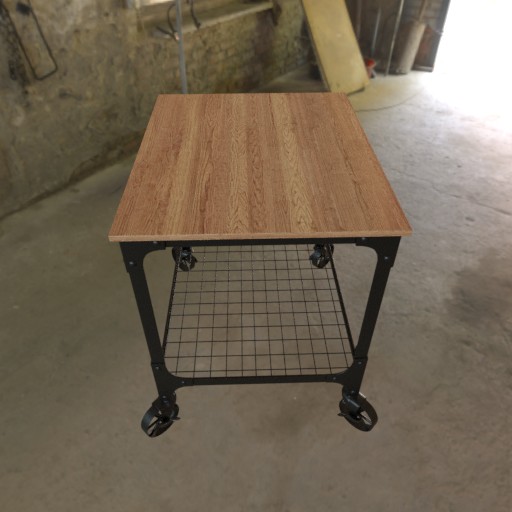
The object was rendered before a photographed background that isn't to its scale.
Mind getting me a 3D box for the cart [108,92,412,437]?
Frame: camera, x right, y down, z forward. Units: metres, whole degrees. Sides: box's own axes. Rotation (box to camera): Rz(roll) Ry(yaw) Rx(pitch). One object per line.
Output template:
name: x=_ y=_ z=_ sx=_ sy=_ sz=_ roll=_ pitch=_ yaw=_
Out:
cart: x=0.000 y=0.000 z=1.120 sx=0.558 sy=0.603 sz=0.666 roll=-1 pitch=41 yaw=-1
